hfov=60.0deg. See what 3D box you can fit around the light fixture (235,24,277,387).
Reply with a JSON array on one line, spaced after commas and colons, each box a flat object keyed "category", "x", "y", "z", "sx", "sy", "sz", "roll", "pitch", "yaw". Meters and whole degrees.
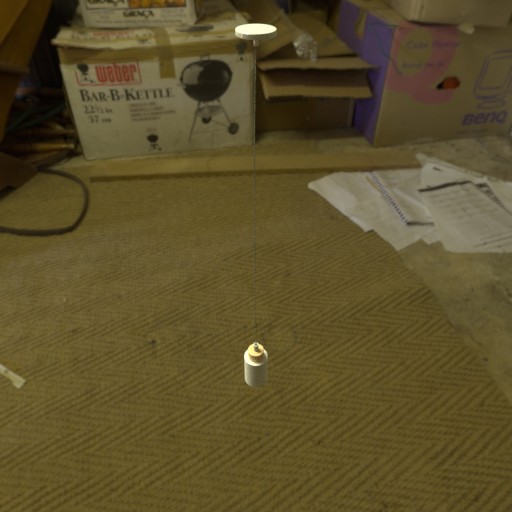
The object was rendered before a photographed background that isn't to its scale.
[{"category": "light fixture", "x": 0.000, "y": 0.000, "z": 1.918, "sx": 0.125, "sy": 1.798, "sz": 0.125, "roll": -24, "pitch": 46, "yaw": -26}]
